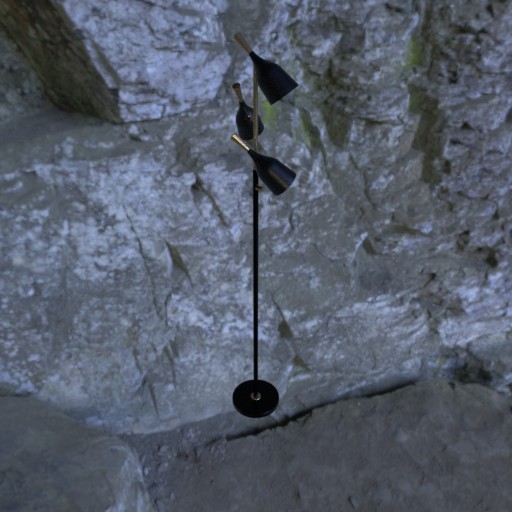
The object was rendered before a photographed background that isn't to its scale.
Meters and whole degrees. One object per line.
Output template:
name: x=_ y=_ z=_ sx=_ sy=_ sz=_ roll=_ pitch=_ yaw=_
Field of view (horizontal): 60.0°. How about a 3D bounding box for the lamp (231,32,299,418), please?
lamp: x=0.000 y=0.000 z=1.966 sx=0.253 sy=1.778 sz=0.434 roll=-10 pitch=30 yaw=-18
